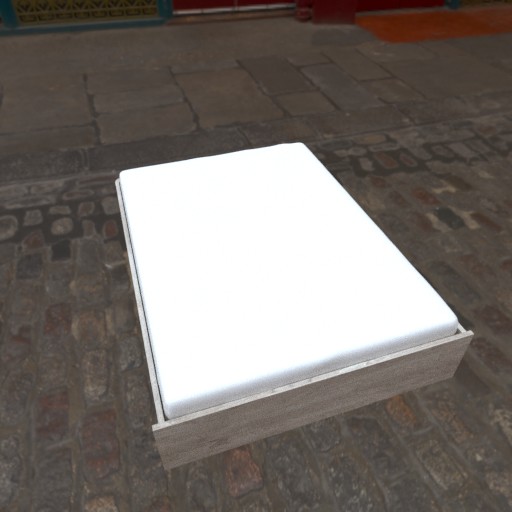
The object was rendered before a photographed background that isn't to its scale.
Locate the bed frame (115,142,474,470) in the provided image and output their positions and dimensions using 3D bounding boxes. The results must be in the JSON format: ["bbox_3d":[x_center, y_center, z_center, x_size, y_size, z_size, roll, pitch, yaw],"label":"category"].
[{"bbox_3d":[0.000,0.000,2.660,1.490,0.462,1.950,-12,43,-14],"label":"bed frame"}]
